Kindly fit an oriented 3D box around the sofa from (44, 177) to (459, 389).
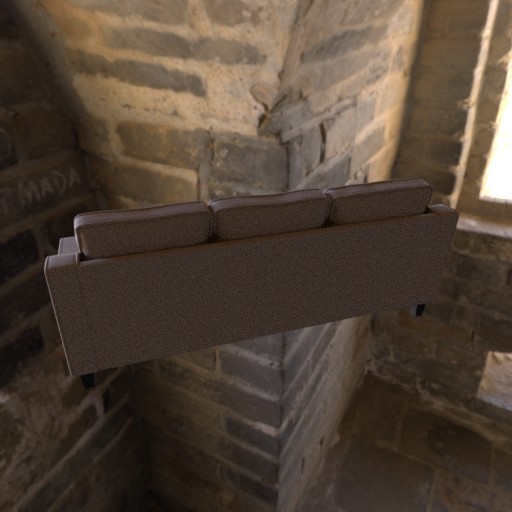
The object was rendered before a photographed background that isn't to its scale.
[{"bbox_3d":[0.000,0.000,2.604,2.131,0.902,0.791,-9,27,-17],"label":"sofa"}]
